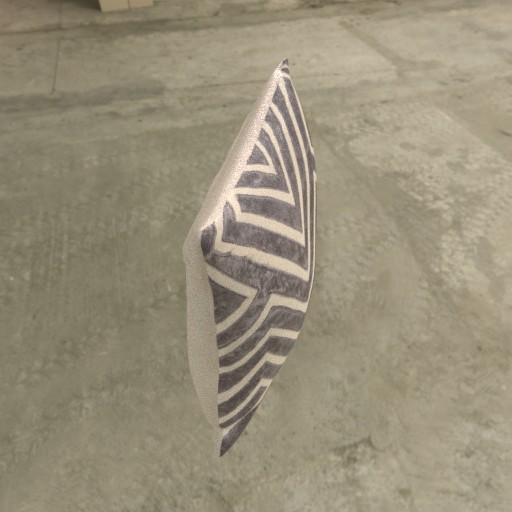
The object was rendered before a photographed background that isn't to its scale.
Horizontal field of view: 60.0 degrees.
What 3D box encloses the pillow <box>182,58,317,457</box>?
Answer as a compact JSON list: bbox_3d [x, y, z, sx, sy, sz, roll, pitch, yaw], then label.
[{"bbox_3d":[0.000,0.000,0.669,0.182,0.441,0.440,9,45,9],"label":"pillow"}]
